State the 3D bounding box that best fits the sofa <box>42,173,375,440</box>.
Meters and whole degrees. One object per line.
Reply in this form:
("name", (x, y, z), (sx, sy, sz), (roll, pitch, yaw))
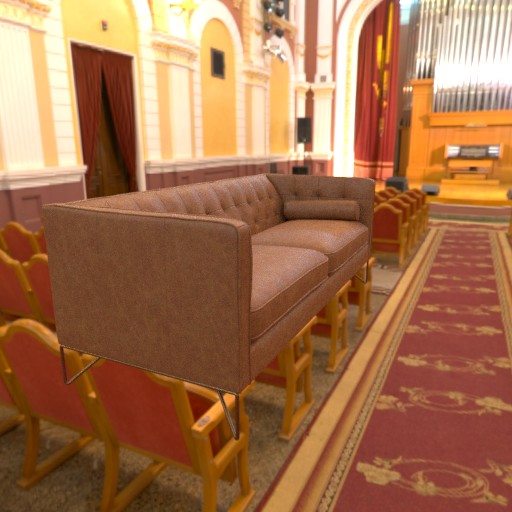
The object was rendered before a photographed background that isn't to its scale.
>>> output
("sofa", (0.000, 0.000, 2.548), (0.912, 0.798, 2.079), (7, 16, 25))
